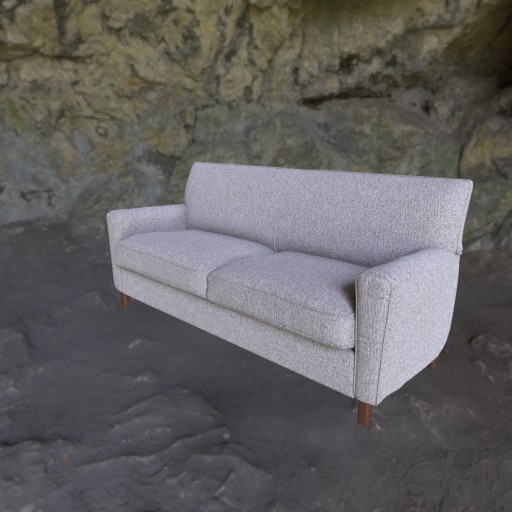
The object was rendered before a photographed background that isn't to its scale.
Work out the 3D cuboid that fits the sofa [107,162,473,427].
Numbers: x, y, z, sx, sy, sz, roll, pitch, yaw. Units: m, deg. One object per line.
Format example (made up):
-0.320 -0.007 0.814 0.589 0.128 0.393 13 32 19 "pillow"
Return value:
0.000 0.000 2.521 2.026 0.942 0.854 14 21 42 "sofa"
